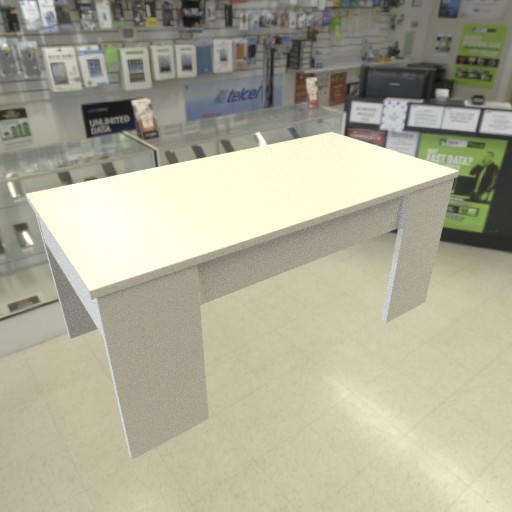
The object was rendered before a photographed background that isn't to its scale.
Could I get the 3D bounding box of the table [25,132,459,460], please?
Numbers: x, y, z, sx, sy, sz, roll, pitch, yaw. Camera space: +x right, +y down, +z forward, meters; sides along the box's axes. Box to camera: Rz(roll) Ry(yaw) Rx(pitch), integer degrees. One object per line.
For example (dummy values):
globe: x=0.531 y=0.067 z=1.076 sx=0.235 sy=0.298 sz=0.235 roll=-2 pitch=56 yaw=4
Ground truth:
table: x=0.000 y=0.000 z=1.243 sx=1.000 sy=0.440 sz=0.500 roll=-19 pitch=35 yaw=-30
